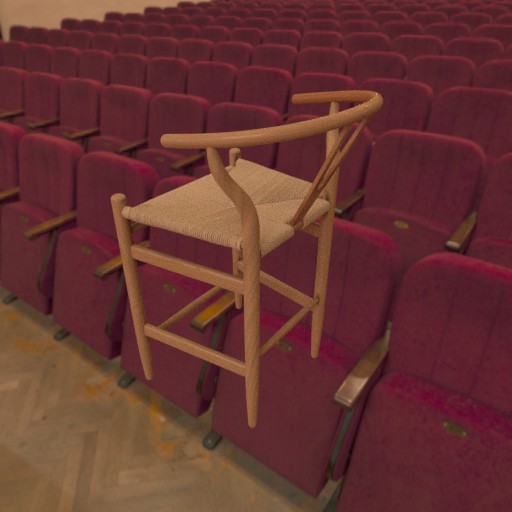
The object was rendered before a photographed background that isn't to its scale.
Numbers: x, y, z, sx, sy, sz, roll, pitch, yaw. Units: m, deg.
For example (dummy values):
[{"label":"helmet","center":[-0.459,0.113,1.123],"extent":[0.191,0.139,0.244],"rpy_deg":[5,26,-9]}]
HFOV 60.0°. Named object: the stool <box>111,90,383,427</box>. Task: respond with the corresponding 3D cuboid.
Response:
[{"label":"stool","center":[0.000,0.000,1.283],"extent":[0.575,0.923,0.536],"rpy_deg":[21,37,31]}]
